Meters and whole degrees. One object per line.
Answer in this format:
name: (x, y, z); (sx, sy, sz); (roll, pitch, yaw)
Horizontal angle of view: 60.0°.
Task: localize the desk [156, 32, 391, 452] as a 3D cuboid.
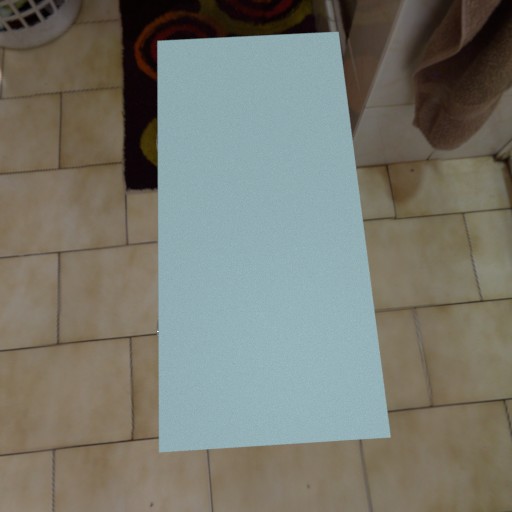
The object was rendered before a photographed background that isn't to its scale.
desk: (0.000, 0.000, 1.473); (0.525, 0.780, 1.057); (-3, 75, -1)
